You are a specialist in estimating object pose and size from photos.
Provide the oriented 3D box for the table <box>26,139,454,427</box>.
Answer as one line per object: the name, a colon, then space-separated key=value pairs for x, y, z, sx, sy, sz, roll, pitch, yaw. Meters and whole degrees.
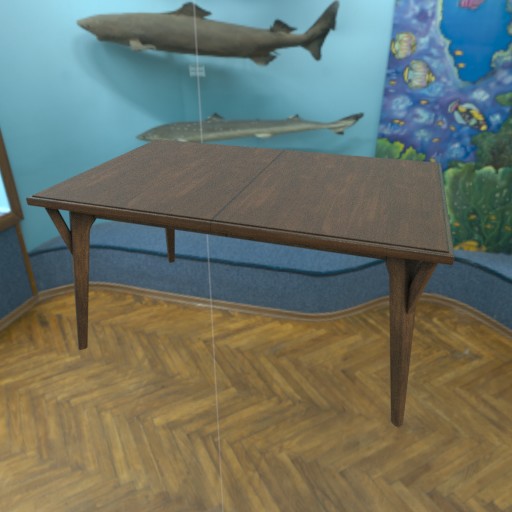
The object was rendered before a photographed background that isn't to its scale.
table: x=0.000 y=0.000 z=2.072 sx=1.524 sy=0.761 sz=0.990 roll=9 pitch=29 yaw=16
